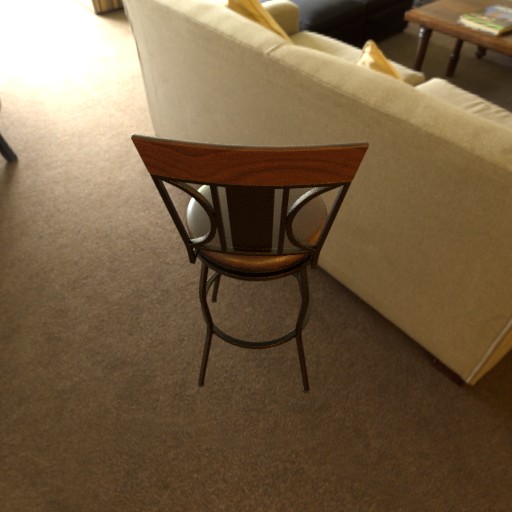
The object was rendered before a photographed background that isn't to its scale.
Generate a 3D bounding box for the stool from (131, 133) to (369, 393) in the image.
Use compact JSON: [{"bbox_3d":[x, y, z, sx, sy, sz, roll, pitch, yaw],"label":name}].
[{"bbox_3d":[0.000,0.000,1.399,0.448,1.130,0.513,2,47,2],"label":"stool"}]
